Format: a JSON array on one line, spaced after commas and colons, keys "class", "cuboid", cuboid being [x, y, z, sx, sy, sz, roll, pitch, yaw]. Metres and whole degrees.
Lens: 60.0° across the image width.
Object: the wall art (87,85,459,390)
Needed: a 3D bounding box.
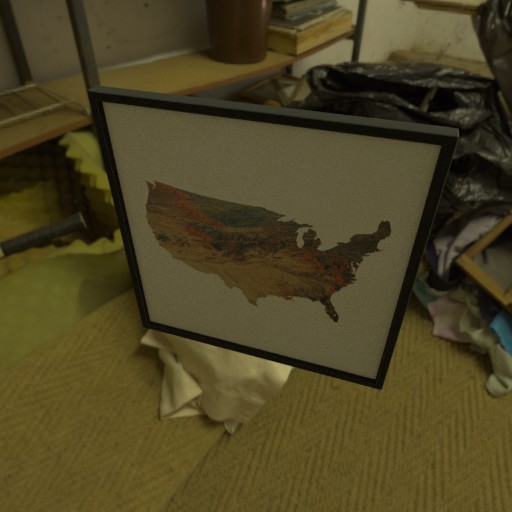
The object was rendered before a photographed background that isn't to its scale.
[{"class": "wall art", "cuboid": [0.000, 0.000, 0.448, 0.304, 0.303, 0.015, 12, 40, 14]}]
